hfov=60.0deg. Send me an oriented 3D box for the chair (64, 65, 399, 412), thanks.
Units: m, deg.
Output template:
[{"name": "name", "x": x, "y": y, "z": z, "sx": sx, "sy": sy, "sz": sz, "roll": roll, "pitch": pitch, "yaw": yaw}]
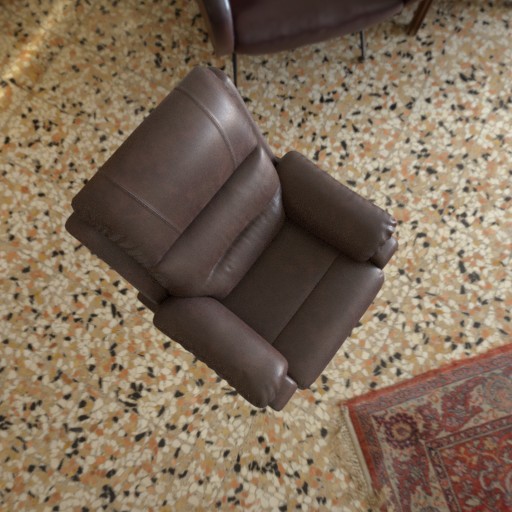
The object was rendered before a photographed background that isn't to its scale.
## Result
[{"name": "chair", "x": 0.000, "y": 0.000, "z": 1.653, "sx": 0.919, "sy": 0.992, "sz": 0.855, "roll": 37, "pitch": 79, "yaw": 8}]
